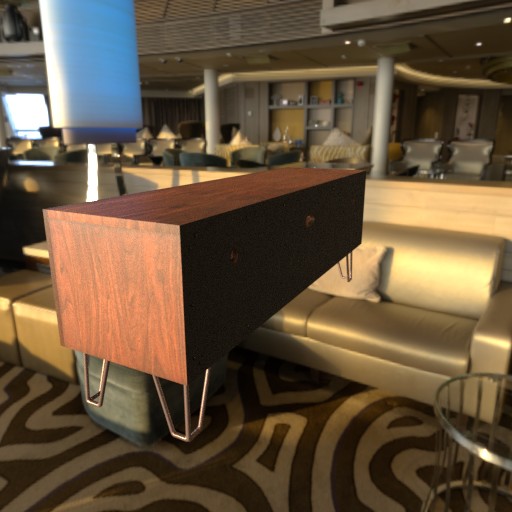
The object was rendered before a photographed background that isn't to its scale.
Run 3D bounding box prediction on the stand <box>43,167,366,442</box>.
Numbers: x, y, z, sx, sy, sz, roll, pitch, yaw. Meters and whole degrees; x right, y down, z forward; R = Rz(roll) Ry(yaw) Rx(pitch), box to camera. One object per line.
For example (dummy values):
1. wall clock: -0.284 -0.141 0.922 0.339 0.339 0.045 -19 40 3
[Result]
1. stand: 0.000 0.000 1.868 0.481 0.610 1.626 8 18 27
